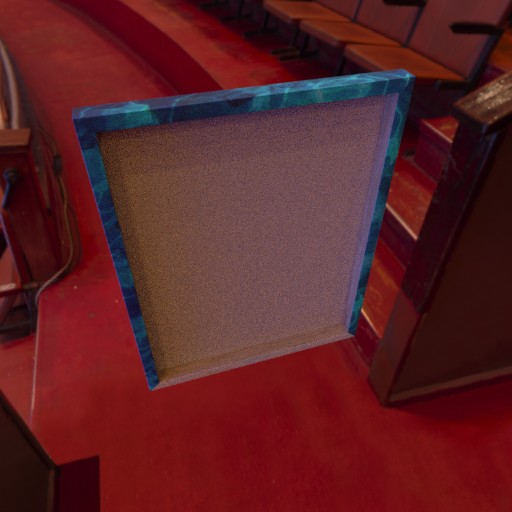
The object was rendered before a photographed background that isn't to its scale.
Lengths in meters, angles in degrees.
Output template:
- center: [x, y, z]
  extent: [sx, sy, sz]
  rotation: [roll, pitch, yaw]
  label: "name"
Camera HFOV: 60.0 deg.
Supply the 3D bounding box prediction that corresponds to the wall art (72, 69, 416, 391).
- center: [0.000, 0.000, 0.851]
  extent: [0.508, 0.635, 0.038]
  rotation: [-12, 43, -13]
  label: "wall art"
